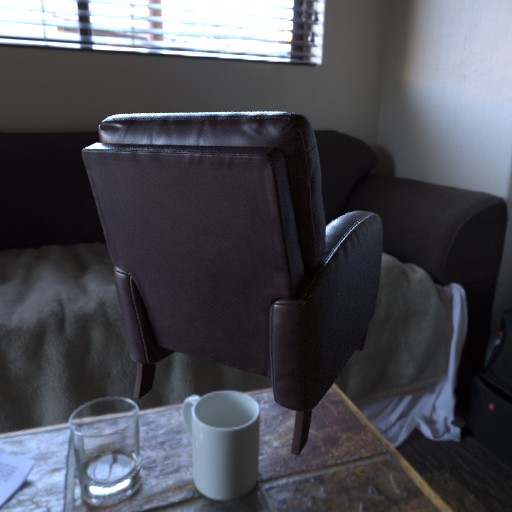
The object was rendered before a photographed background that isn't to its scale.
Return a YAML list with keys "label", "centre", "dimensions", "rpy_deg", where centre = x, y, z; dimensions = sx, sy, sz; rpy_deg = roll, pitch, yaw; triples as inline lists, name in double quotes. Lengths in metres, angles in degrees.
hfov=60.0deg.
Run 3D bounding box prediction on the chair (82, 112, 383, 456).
- label: "chair"
  centre: [0.000, 0.000, 1.637]
  dimensions: [0.762, 0.990, 0.990]
  rpy_deg: [8, 18, 26]
